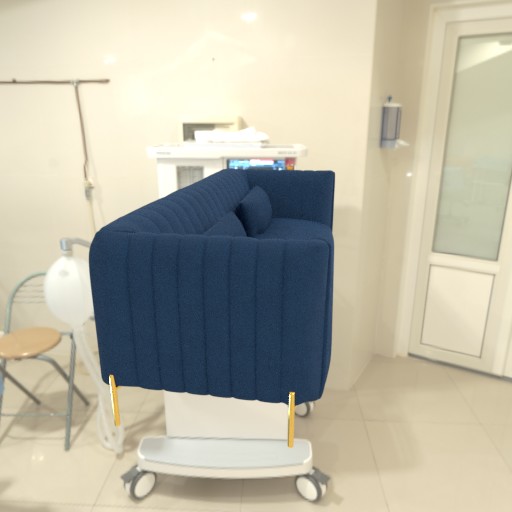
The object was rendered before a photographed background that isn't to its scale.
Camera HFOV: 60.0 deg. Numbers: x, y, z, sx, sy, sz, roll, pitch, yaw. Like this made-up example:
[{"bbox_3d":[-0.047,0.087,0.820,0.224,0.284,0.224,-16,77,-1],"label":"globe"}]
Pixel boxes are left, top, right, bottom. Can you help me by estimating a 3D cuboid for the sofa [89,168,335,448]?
[{"bbox_3d":[0.000,0.000,2.558,0.896,0.793,2.136,3,18,10],"label":"sofa"}]
